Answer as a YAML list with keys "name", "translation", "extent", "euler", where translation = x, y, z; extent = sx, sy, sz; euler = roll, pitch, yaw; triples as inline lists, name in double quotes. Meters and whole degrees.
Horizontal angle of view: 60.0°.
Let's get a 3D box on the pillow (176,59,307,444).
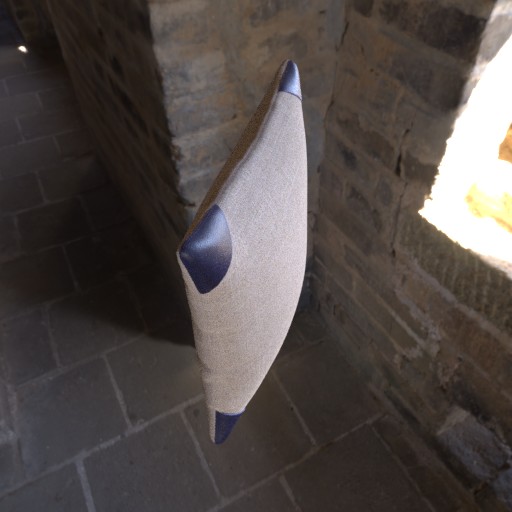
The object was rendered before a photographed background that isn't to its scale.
- name: "pillow"
  translation: [0.000, 0.000, 0.686]
  extent: [0.147, 0.441, 0.440]
  euler: [11, 47, 10]
